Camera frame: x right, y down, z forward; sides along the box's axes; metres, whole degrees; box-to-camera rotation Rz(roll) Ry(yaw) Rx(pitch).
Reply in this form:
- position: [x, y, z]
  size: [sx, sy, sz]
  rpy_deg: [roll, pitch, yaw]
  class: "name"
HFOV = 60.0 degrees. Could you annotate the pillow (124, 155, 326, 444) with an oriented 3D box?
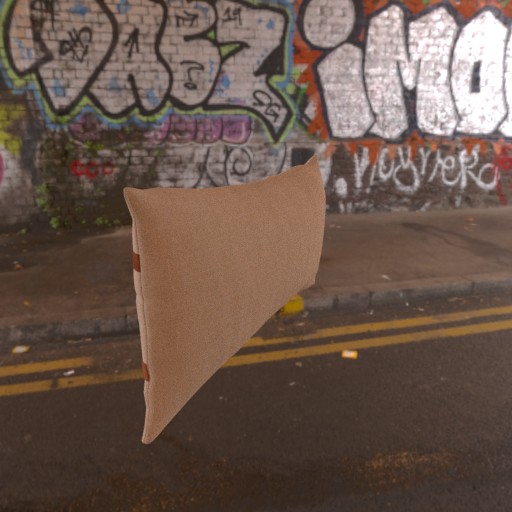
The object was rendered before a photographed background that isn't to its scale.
- position: [0.000, 0.000, 0.747]
  size: [0.148, 0.308, 0.612]
  rpy_deg: [8, 19, 25]
  class: "pillow"
